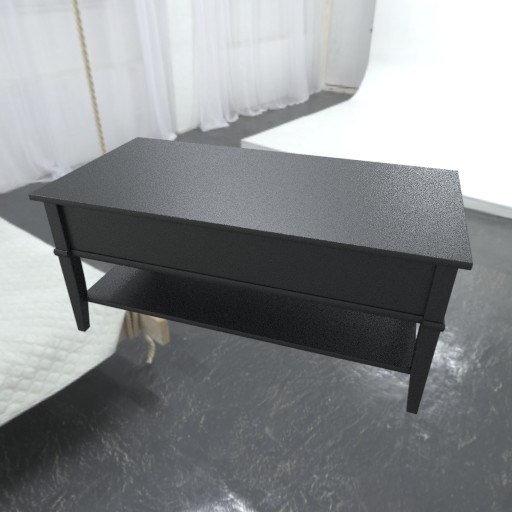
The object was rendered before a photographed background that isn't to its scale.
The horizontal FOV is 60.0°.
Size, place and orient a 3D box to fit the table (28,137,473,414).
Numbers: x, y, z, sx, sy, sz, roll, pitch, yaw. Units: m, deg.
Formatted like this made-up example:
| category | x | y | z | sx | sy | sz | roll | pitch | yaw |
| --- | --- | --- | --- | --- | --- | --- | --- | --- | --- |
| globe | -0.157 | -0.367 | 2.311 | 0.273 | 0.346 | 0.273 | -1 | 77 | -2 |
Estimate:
| category | x | y | z | sx | sy | sz | roll | pitch | yaw |
| --- | --- | --- | --- | --- | --- | --- | --- | --- | --- |
| table | 0.000 | 0.000 | 1.317 | 1.044 | 0.470 | 0.523 | 10 | 33 | 16 |
